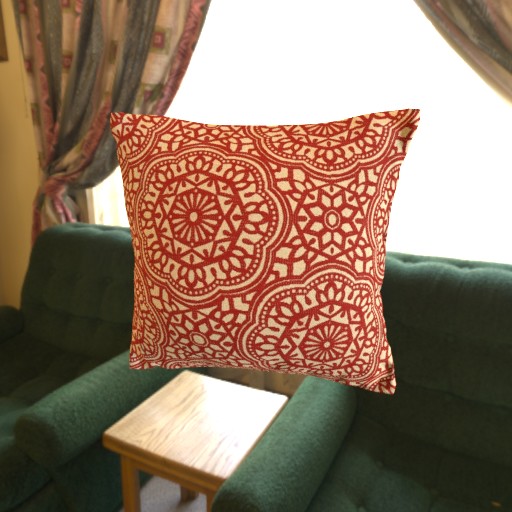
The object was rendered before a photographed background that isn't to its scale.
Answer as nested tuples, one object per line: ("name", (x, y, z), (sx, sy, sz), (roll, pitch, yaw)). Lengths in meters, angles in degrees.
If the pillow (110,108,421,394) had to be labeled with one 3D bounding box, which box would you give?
("pillow", (0.000, 0.000, 0.668), (0.438, 0.419, 0.162), (3, 15, 10))
